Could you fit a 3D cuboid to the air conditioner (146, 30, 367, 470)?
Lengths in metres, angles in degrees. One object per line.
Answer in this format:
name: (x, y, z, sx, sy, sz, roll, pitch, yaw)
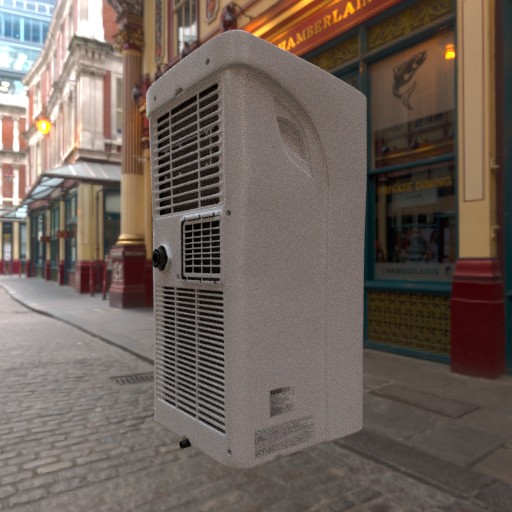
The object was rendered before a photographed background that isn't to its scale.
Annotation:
air conditioner: (0.000, 0.000, 0.913, 0.369, 0.716, 0.352, 1, -2, -37)
